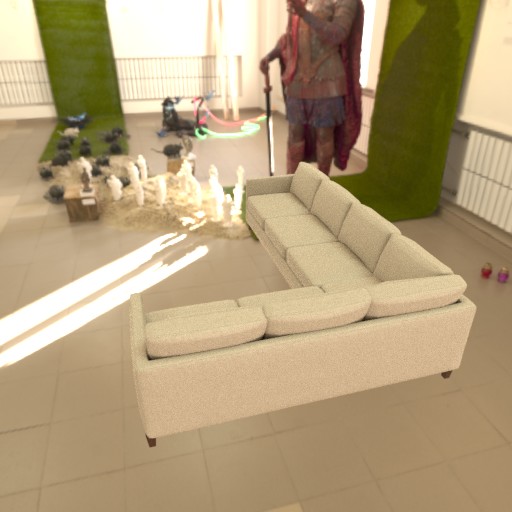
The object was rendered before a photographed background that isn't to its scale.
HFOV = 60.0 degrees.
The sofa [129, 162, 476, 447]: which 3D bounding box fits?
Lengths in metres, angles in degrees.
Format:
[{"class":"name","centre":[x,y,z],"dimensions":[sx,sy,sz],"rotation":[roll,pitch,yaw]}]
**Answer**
[{"class":"sofa","centre":[0.000,0.000,4.474],"dimensions":[2.522,0.934,3.333],"rotation":[-8,30,-14]}]
